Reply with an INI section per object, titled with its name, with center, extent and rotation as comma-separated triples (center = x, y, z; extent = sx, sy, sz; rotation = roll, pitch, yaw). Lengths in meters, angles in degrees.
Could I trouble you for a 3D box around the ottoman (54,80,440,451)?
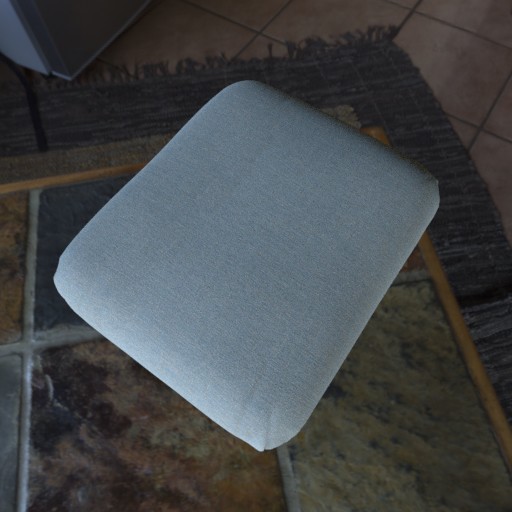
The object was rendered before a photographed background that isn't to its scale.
[ottoman]
center = 0.000, 0.000, 1.116
extent = 0.622, 0.450, 0.747
rotation = 33, 69, 14
